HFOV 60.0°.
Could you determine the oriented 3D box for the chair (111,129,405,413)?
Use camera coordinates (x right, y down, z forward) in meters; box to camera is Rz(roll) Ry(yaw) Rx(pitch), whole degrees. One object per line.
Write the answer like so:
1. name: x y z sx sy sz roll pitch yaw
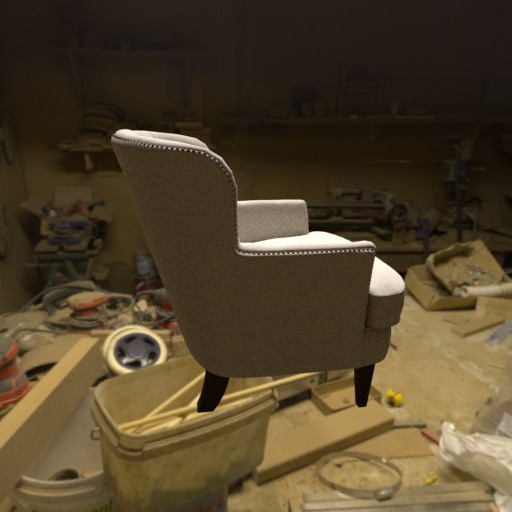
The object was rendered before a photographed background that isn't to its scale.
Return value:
1. chair: 0.000 0.000 1.576 0.906 0.868 0.848 -3 17 -9
